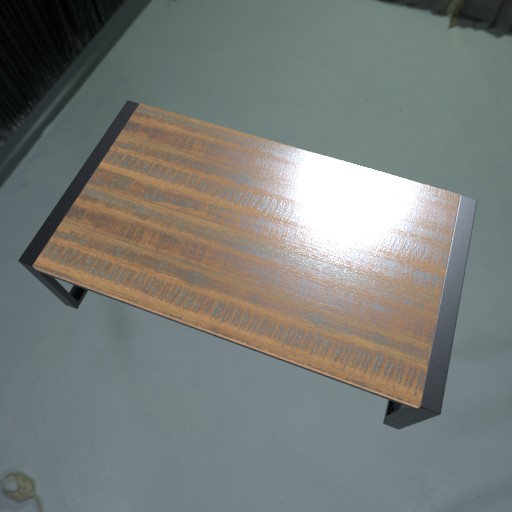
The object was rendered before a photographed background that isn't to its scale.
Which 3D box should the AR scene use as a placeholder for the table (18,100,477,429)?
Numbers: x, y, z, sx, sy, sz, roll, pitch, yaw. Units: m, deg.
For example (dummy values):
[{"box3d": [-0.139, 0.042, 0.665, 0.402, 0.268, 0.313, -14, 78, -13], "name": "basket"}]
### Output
[{"box3d": [0.000, 0.000, 1.650, 1.350, 0.400, 0.750, 18, 65, 9], "name": "table"}]
